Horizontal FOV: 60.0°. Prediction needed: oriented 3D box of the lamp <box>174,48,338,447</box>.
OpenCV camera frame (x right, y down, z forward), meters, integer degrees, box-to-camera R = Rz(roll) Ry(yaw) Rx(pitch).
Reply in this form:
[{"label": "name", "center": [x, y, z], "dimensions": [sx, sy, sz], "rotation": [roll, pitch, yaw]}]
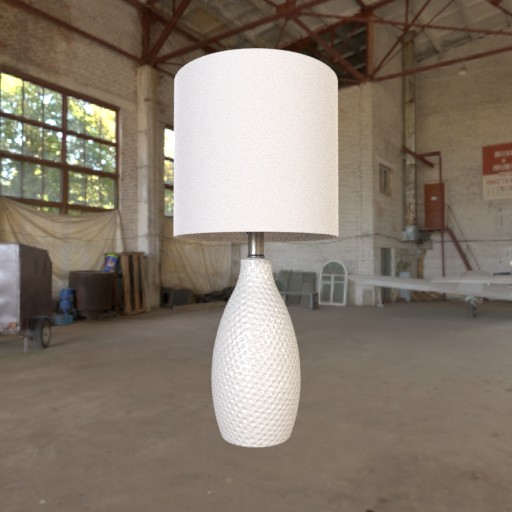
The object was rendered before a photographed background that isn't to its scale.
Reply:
[{"label": "lamp", "center": [0.000, 0.000, 0.587], "dimensions": [0.214, 0.466, 0.214], "rotation": [1, -2, -35]}]
